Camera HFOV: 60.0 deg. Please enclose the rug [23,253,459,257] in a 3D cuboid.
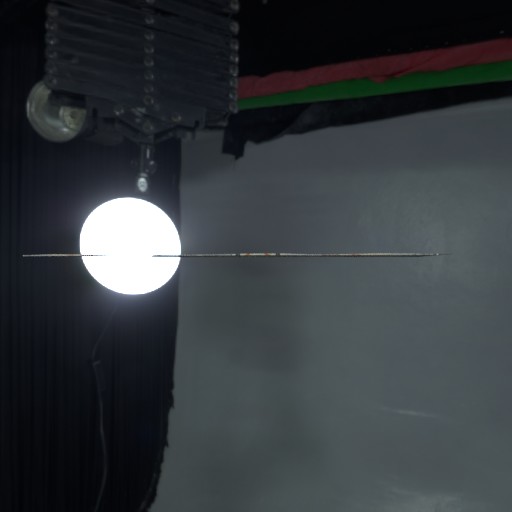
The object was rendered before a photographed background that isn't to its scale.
[{"bbox_3d":[0.000,0.000,3.878,3.000,0.012,2.371,0,0,18],"label":"rug"}]
